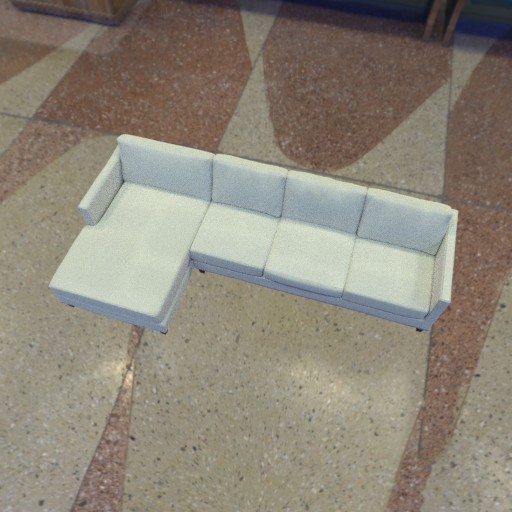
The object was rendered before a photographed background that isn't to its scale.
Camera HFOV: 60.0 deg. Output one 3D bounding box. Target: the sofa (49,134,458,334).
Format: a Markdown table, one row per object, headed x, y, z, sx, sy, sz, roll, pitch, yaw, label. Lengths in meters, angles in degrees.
| x | y | z | sx | sy | sz | roll | pitch | yaw | label |
| --- | --- | --- | --- | --- | --- | --- | --- | --- | --- |
| 0.000 | 0.000 | 3.864 | 3.186 | 0.861 | 1.625 | 15 | 59 | 9 | sofa |
